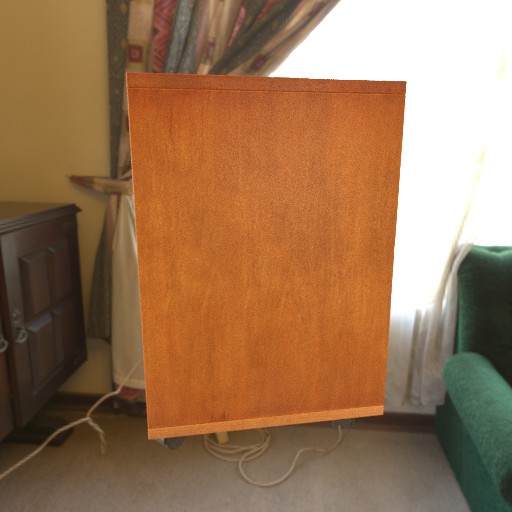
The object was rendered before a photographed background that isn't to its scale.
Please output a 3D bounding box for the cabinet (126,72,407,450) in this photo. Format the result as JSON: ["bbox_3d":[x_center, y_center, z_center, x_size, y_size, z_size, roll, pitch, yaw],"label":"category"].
[{"bbox_3d":[0.000,0.000,0.847,0.401,0.579,0.409,-2,13,-10],"label":"cabinet"}]
